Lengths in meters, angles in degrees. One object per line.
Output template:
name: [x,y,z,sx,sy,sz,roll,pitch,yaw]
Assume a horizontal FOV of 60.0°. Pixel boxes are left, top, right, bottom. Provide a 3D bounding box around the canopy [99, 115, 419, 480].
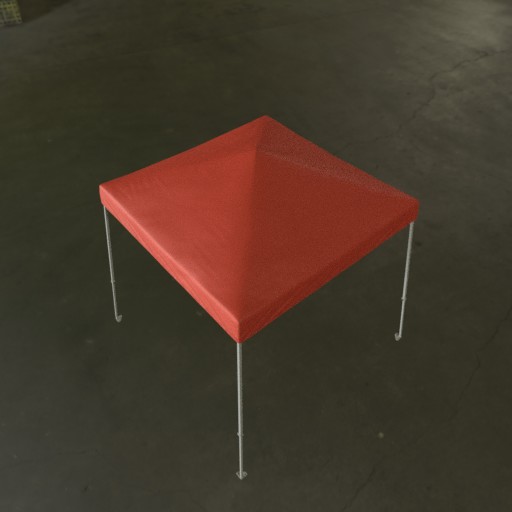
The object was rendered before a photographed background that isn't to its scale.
canopy: [0.000,0.000,5.210,2.850,2.850,2.849,-31,53,-27]
